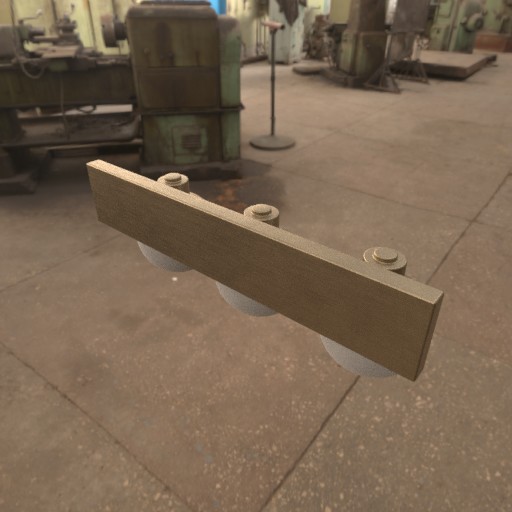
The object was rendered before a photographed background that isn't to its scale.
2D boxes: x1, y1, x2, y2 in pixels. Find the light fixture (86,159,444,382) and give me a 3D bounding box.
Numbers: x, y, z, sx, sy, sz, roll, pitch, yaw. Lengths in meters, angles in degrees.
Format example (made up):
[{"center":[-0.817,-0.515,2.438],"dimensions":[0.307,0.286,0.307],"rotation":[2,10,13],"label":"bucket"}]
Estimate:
[{"center":[0.000,0.000,0.848],"dimensions":[0.721,0.263,0.218],"rotation":[24,39,33],"label":"light fixture"}]
